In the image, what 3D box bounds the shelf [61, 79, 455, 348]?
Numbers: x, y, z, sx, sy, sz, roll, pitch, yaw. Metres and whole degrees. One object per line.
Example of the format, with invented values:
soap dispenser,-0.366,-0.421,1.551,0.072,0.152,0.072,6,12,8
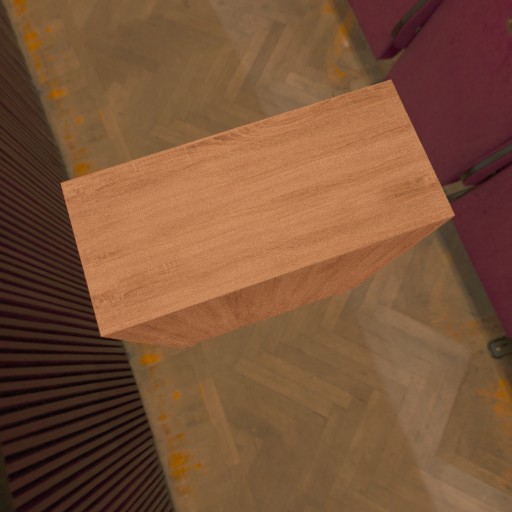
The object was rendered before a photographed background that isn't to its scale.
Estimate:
shelf,0.000,0.000,1.902,1.000,1.390,0.450,-19,78,-4
